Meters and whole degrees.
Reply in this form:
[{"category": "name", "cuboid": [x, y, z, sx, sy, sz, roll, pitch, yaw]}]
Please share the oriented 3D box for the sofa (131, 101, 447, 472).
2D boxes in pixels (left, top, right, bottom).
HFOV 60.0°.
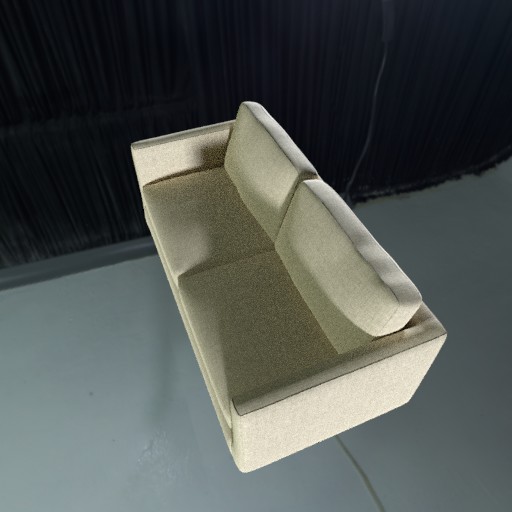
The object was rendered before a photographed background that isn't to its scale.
[{"category": "sofa", "cuboid": [0.000, 0.000, 2.448, 0.950, 0.963, 1.884, -17, 50, -15]}]
